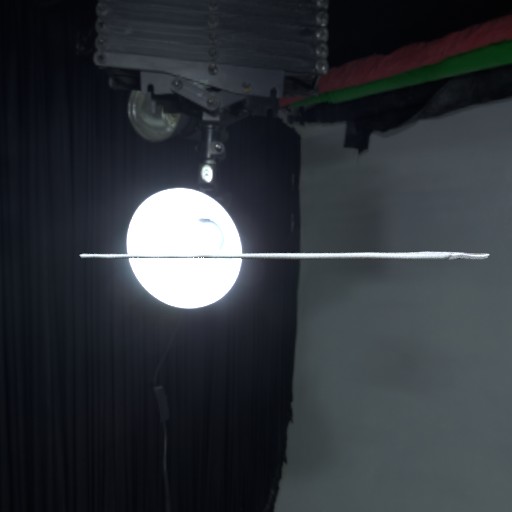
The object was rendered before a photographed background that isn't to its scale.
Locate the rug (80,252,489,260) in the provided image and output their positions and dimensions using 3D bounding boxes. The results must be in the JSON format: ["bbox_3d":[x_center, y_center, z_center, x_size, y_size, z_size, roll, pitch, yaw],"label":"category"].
[{"bbox_3d":[0.000,0.000,2.656,2.381,0.035,0.832,0,0,36],"label":"rug"}]
